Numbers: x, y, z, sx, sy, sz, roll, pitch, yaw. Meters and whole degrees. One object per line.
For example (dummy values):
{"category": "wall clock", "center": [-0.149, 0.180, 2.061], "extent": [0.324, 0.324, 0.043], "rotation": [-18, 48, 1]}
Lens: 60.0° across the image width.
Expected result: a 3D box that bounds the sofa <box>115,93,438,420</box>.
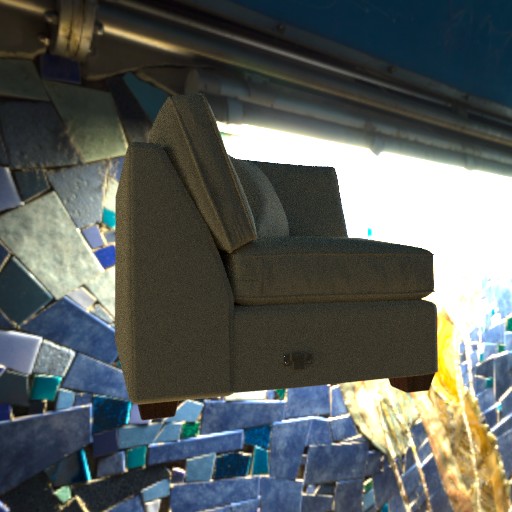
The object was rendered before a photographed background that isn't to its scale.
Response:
{"category": "sofa", "center": [0.000, 0.000, 1.938], "extent": [1.146, 1.002, 1.084], "rotation": [0, -1, -19]}
